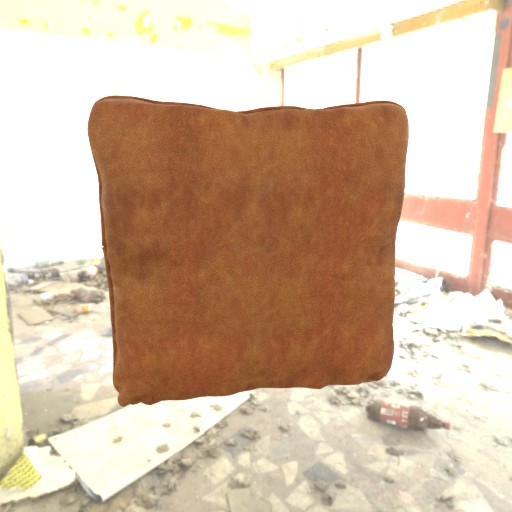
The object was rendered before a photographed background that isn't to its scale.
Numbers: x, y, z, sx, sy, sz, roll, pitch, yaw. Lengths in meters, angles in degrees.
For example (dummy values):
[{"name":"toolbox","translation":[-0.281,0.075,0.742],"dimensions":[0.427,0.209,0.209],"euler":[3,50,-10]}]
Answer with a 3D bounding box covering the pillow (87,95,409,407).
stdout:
[{"name":"pillow","translation":[0.000,0.000,0.727],"dimensions":[0.489,0.490,0.130],"euler":[-2,14,-9]}]
